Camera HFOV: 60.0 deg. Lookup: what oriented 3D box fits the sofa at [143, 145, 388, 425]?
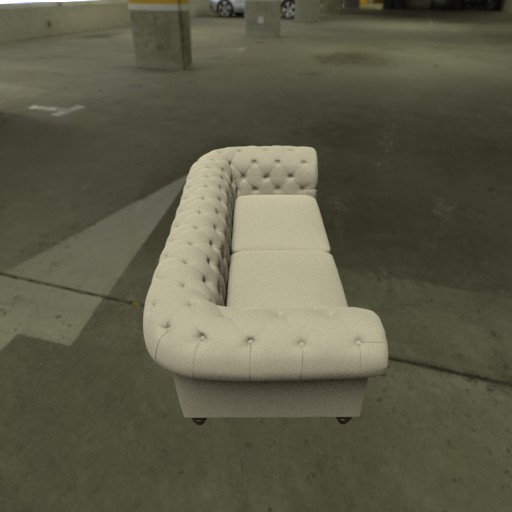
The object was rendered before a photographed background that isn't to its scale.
[{"bbox_3d":[0.000,0.000,2.780,0.991,0.749,2.411,0,31,0],"label":"sofa"}]
